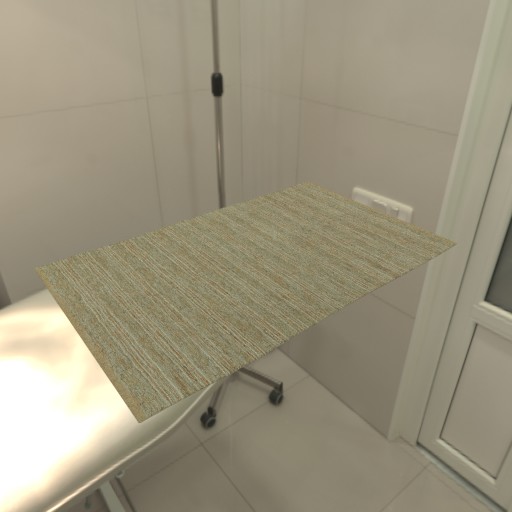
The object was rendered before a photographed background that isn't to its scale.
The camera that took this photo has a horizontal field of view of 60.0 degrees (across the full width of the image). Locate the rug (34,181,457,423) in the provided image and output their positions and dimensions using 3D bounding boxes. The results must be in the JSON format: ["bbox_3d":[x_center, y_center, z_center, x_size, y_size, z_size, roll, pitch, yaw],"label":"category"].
[{"bbox_3d":[0.000,0.000,3.004,2.448,0.012,1.540,-22,37,-32],"label":"rug"}]
